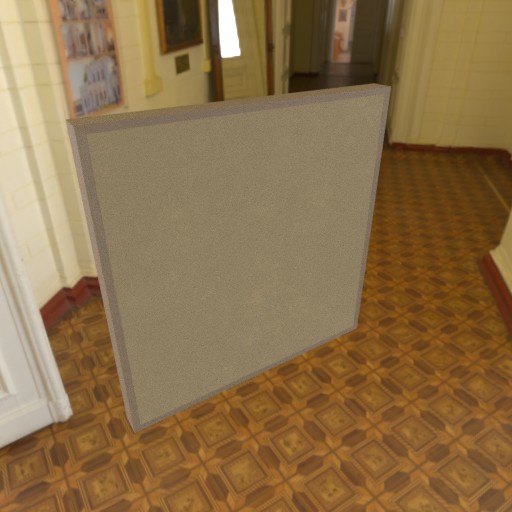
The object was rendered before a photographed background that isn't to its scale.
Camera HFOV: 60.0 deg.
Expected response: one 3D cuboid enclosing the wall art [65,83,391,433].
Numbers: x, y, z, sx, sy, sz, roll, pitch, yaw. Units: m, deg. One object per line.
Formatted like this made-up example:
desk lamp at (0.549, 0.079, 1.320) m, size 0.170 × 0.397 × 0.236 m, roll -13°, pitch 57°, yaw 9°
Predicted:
wall art at (0.000, 0.000, 0.751) m, size 0.508 × 0.506 × 0.038 m, roll -18°, pitch 34°, yaw -28°
